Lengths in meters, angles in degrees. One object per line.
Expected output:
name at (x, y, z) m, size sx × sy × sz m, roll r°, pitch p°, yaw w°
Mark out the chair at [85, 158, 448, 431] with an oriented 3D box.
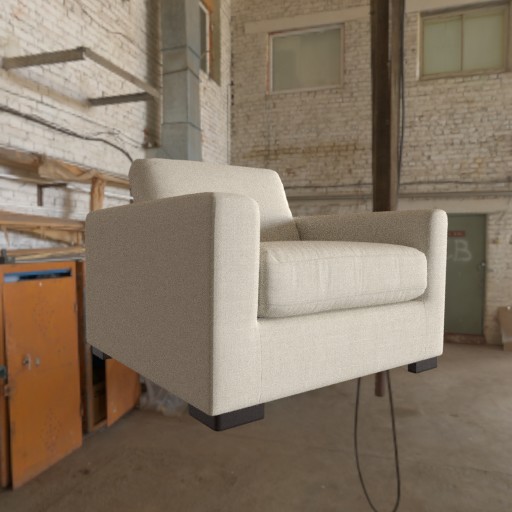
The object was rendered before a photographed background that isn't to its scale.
chair at (0.000, 0.000, 1.828) m, size 1.070 × 0.876 × 1.100 m, roll -1°, pitch 2°, yaw -37°
